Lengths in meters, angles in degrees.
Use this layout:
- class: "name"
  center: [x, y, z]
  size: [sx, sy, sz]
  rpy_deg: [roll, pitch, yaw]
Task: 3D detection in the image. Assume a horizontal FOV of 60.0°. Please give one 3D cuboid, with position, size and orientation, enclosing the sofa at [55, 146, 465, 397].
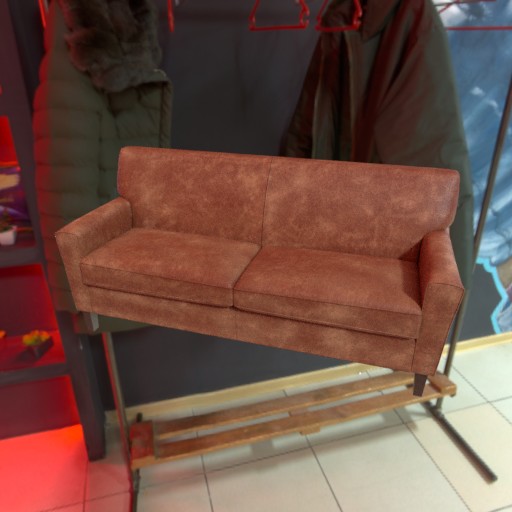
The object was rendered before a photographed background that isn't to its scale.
- class: "sofa"
  center: [0.000, 0.000, 2.497]
  size: [2.053, 0.947, 0.805]
  rpy_deg: [8, 27, 15]
